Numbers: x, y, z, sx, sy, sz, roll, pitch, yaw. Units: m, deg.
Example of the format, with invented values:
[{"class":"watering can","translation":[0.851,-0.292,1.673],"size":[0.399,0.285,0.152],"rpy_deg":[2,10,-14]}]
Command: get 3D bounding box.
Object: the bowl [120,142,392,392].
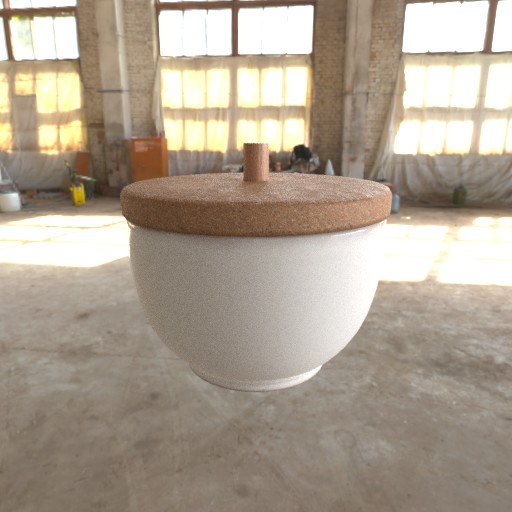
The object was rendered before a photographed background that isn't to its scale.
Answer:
[{"class":"bowl","translation":[0.000,0.000,0.223],"size":[0.126,0.110,0.126],"rpy_deg":[0,15,0]}]
